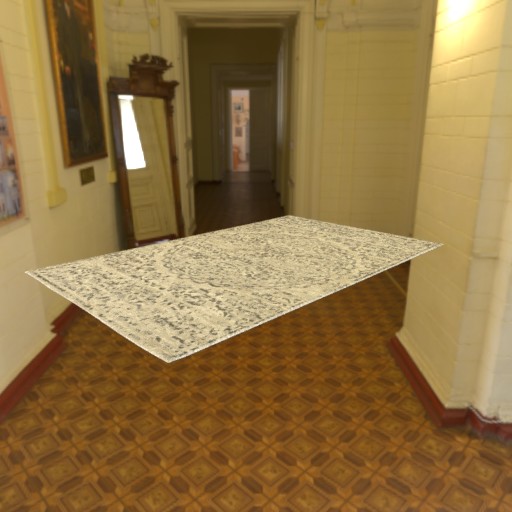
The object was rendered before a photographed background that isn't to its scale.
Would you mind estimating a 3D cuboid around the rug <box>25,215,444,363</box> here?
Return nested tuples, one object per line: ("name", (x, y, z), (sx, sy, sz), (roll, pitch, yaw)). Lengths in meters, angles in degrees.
("rug", (0.000, 0.000, 3.000), (2.447, 0.021, 1.527), (-16, 23, -43))
